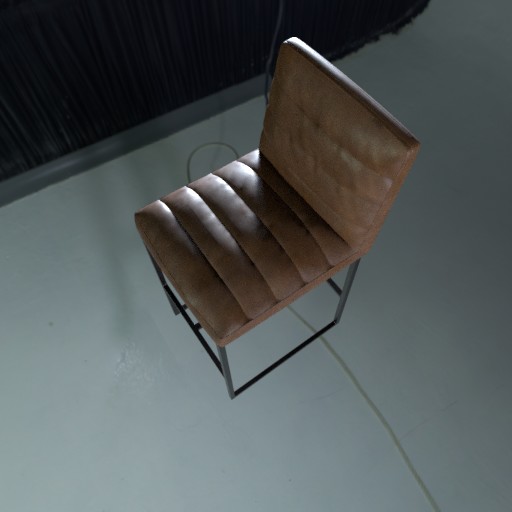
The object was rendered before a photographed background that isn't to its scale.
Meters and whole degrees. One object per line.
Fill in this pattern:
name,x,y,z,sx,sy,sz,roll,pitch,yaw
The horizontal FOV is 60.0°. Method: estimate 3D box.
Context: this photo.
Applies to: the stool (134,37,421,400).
stool,0.000,0.000,1.387,0.562,1.065,0.463,-32,66,-16
